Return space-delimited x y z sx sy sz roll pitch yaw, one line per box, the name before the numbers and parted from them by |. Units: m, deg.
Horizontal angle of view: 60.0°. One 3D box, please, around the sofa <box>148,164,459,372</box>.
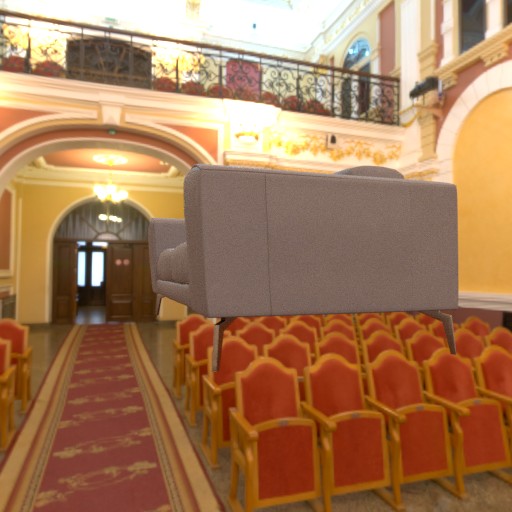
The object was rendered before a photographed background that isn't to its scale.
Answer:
sofa | 0.000 0.000 2.377 1.003 0.779 1.895 1 -2 -18
